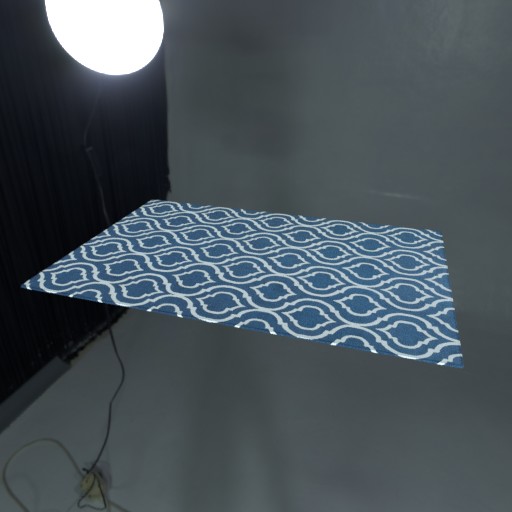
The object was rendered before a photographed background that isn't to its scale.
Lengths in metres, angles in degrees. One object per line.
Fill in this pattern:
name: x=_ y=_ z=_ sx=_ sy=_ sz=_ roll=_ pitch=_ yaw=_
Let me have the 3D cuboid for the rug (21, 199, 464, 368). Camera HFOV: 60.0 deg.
rug: x=0.000 y=0.000 z=2.146 sx=1.753 sy=0.010 sz=1.143 roll=8 pitch=28 yaw=15
